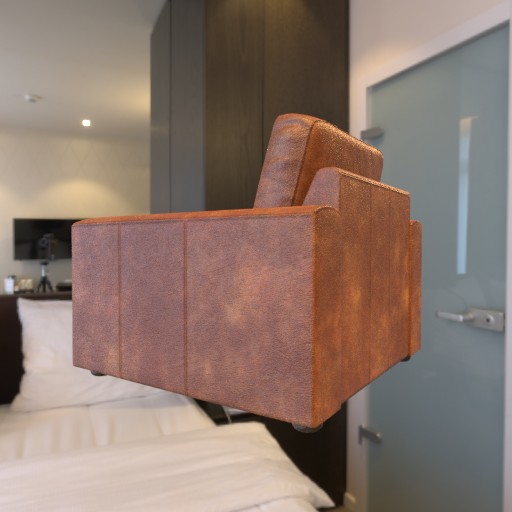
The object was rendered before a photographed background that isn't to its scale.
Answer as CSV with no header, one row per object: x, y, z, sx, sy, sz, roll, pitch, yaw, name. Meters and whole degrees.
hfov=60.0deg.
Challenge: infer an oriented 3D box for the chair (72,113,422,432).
0.000,0.000,1.738,1.016,0.873,1.005,1,2,34,chair
